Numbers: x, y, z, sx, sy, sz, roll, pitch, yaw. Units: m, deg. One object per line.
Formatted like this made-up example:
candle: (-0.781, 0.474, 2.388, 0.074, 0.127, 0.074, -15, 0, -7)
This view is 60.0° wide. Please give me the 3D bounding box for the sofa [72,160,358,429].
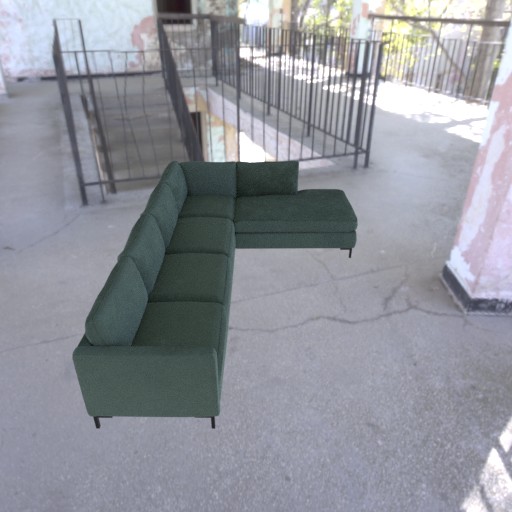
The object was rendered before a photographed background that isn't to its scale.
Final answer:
sofa: (0.000, 0.000, 3.175, 1.707, 0.687, 2.486, 0, 30, 0)
